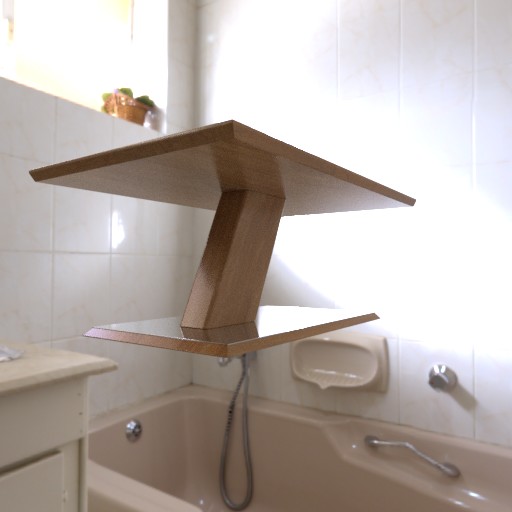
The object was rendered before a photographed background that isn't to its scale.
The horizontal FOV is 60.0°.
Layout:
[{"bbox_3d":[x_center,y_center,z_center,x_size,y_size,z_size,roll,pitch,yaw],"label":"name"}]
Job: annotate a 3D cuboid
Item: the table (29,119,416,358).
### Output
[{"bbox_3d":[0.000,0.000,1.412,0.692,0.441,1.100,-1,-2,36],"label":"table"}]
